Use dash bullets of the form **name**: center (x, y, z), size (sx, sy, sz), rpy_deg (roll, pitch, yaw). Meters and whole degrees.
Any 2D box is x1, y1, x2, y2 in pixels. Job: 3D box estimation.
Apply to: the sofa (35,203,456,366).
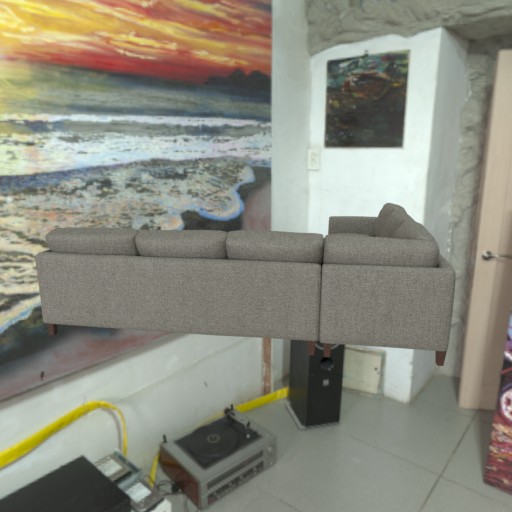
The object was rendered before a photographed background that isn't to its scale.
- **sofa**: center (0.000, 0.000, 4.608), size (3.302, 0.947, 2.593), rpy_deg (2, 14, 10)
